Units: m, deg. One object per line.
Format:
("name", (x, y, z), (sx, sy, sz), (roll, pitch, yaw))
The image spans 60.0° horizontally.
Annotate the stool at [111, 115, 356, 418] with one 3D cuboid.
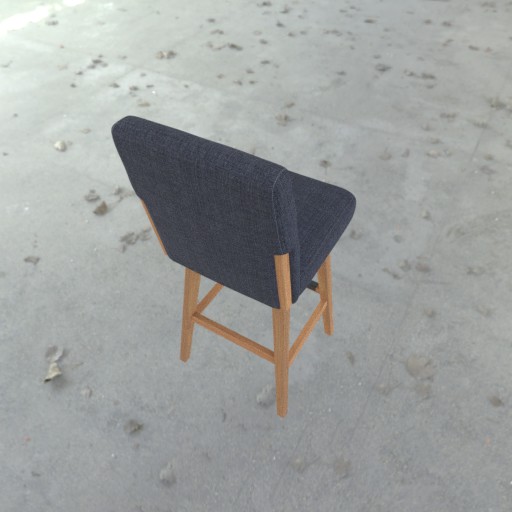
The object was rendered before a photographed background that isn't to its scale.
("stool", (0.000, 0.000, 1.442), (0.483, 1.112, 0.570), (23, 50, 21))
